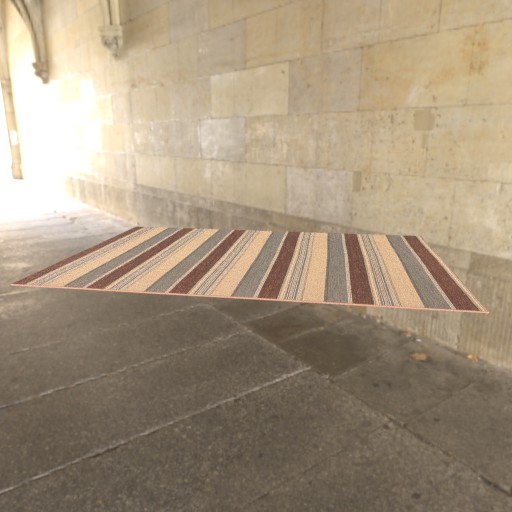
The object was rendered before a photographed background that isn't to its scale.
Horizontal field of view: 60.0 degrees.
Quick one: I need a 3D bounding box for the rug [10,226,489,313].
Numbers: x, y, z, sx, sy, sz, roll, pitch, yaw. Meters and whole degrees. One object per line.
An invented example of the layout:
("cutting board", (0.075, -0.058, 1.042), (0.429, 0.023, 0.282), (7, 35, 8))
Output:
("rug", (0.000, 0.000, 2.243), (1.829, 0.008, 1.219), (2, 15, 9))
